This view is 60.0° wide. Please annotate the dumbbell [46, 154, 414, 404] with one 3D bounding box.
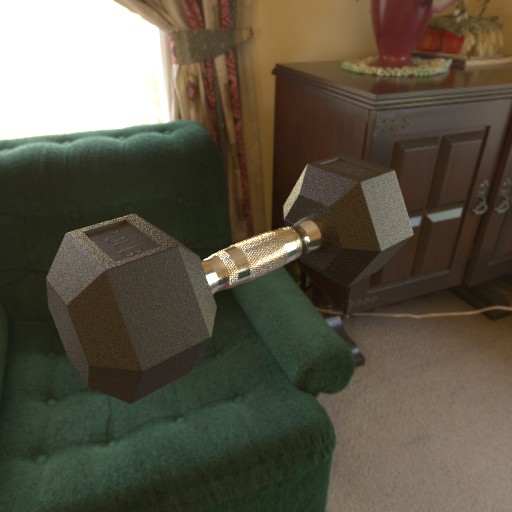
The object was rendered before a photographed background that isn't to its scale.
[{"bbox_3d":[0.000,0.000,0.351,0.297,0.101,0.116,-22,37,-33],"label":"dumbbell"}]
